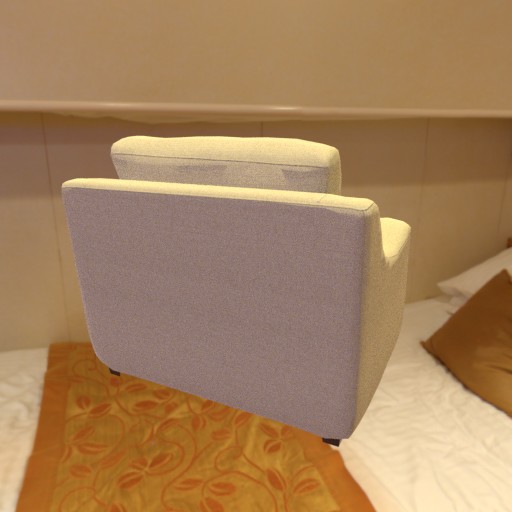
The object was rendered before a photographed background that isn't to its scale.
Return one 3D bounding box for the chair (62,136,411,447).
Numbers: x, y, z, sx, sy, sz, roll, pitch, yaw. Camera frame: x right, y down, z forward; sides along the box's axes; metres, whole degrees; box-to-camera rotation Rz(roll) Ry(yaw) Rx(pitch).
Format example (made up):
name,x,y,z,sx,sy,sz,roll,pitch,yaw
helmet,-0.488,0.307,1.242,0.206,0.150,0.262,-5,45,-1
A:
name,x,y,z,sx,sy,sz,roll,pitch,yaw
chair,0.000,0.000,1.929,1.178,1.016,1.009,8,18,26
